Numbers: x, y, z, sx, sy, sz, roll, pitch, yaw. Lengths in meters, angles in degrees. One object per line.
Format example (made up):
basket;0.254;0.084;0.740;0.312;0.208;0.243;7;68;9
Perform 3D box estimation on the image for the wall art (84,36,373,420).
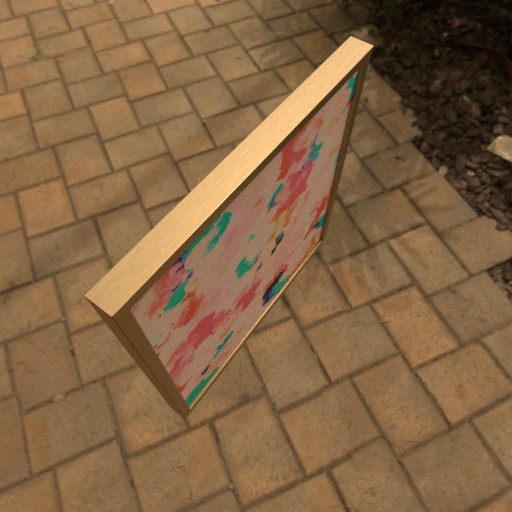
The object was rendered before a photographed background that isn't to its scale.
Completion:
wall art;0.000;0.000;0.746;0.037;0.509;0.510;32;65;18
